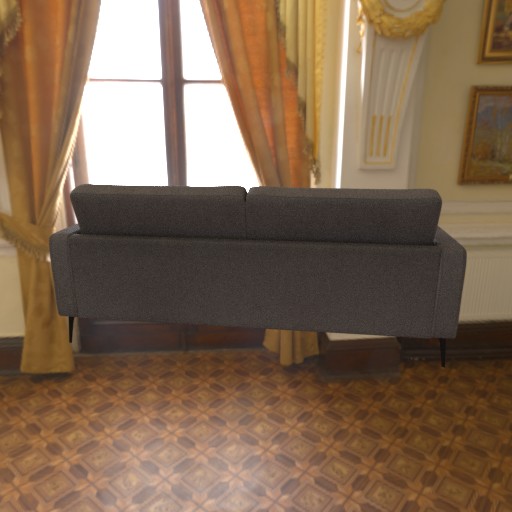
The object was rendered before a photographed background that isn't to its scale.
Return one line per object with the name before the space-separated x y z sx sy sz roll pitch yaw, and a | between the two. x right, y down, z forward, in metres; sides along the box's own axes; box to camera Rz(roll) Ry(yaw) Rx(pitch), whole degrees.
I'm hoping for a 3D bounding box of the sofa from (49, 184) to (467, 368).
sofa | 0.000 0.000 2.405 1.925 0.828 0.774 2 16 7
